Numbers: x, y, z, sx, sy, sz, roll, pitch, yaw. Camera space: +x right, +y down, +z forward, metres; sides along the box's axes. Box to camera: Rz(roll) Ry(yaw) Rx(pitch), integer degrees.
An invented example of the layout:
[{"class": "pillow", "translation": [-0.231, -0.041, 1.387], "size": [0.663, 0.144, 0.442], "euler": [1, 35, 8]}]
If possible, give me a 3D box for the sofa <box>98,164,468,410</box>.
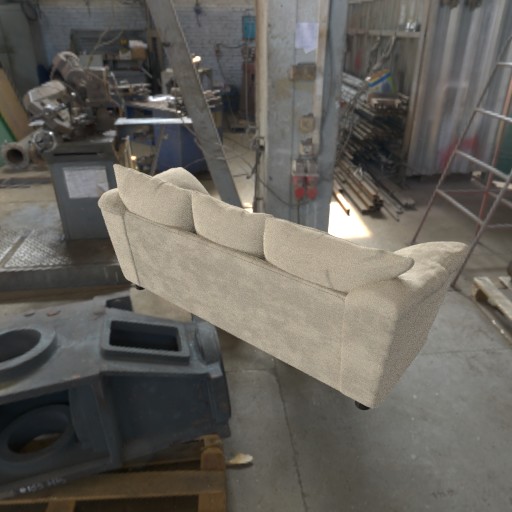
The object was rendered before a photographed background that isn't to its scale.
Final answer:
[{"class": "sofa", "translation": [0.000, 0.000, 2.937], "size": [2.377, 0.981, 0.893], "euler": [21, 34, 34]}]
